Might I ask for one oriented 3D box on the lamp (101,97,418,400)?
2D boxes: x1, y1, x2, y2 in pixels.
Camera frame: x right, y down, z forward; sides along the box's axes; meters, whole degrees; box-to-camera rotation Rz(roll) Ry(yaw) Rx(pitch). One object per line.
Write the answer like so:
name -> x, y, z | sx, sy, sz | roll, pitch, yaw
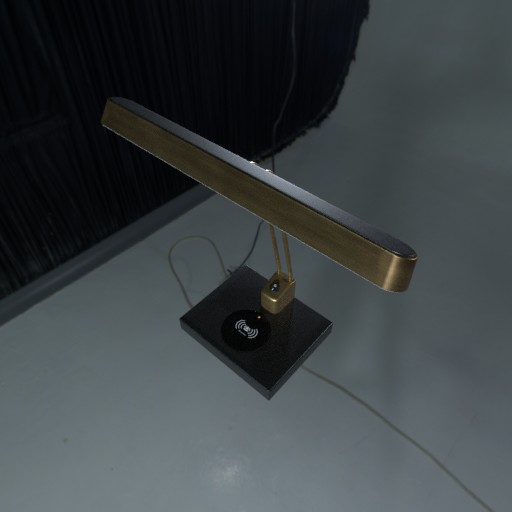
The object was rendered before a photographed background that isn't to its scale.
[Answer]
lamp -> 0.000, 0.000, 0.585 | 0.412, 0.345, 0.156 | 33, 55, 27
